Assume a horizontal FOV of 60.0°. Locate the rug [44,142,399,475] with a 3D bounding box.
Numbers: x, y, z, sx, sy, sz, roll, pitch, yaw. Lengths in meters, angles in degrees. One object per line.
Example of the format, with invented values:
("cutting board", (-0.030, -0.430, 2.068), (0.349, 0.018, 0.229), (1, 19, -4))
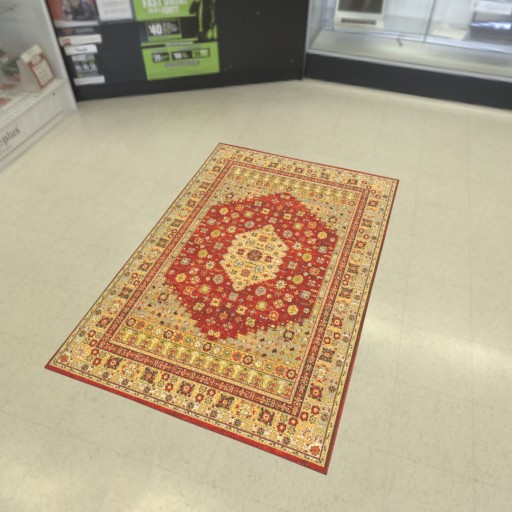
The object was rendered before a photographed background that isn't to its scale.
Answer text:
("rug", (0.000, 0.000, 2.264), (1.194, 0.013, 1.802), (15, 48, 14))
